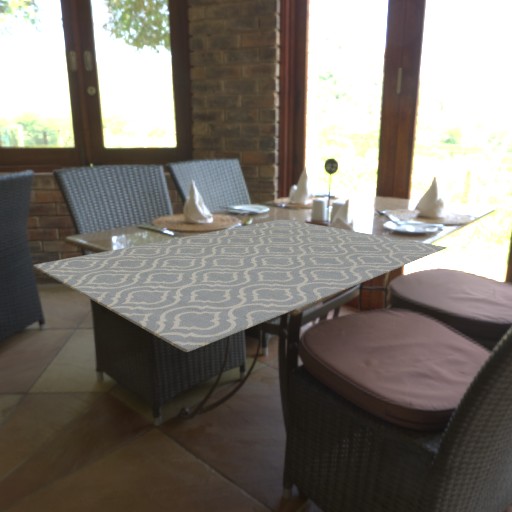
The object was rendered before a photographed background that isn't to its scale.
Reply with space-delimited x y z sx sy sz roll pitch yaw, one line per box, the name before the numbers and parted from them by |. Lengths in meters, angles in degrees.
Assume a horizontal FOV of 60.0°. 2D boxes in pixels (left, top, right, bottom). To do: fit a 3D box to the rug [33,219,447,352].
rug | 0.000 0.000 2.685 2.080 0.010 1.451 -14 20 -43
